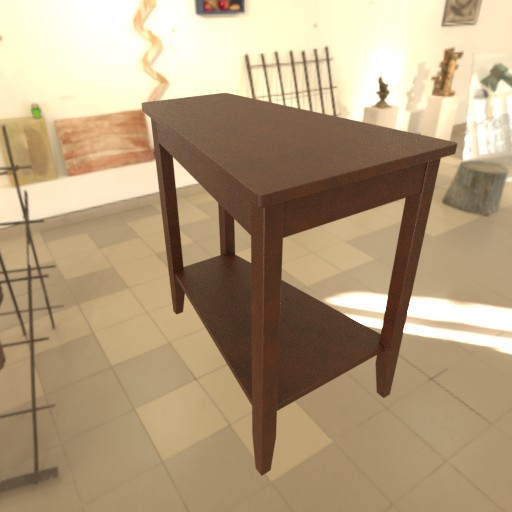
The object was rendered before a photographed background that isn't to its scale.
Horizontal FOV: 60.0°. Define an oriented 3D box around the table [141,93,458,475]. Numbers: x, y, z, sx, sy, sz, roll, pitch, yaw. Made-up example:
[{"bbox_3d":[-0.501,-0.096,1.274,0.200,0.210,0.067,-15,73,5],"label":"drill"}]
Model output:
[{"bbox_3d":[0.000,0.000,0.995,0.399,0.589,0.605,-19,35,-29],"label":"table"}]
